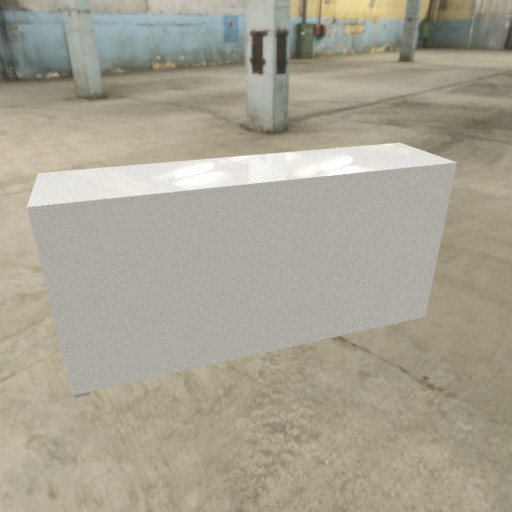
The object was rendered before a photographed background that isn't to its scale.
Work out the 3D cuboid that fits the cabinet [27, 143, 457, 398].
[{"bbox_3d":[0.000,0.000,1.971,1.650,0.800,0.400,-9,28,-17],"label":"cabinet"}]
